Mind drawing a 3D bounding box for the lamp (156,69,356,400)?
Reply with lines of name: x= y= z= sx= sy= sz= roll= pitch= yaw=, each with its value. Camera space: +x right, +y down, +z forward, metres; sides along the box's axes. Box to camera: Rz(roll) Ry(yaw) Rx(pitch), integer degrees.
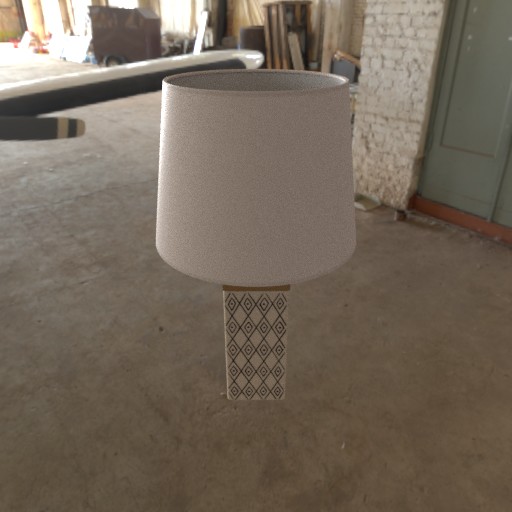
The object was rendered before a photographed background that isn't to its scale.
lamp: x=0.000 y=0.000 z=0.581 sx=0.251 sy=0.435 sz=0.251 roll=0 pitch=28 yaw=0
